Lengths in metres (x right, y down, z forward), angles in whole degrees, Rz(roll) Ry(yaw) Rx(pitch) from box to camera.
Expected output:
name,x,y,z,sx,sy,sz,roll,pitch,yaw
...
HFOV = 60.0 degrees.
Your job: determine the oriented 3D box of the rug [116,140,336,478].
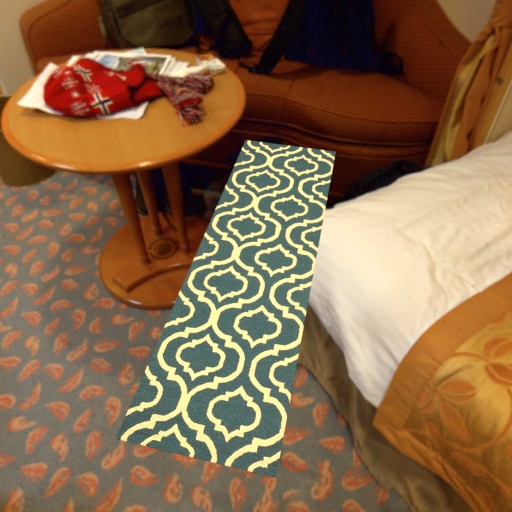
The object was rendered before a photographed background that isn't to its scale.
name,x,y,z,sx,sy,sz,roll,pitch,yaw
rug,0.000,0.000,2.568,0.685,0.006,2.296,10,48,9
